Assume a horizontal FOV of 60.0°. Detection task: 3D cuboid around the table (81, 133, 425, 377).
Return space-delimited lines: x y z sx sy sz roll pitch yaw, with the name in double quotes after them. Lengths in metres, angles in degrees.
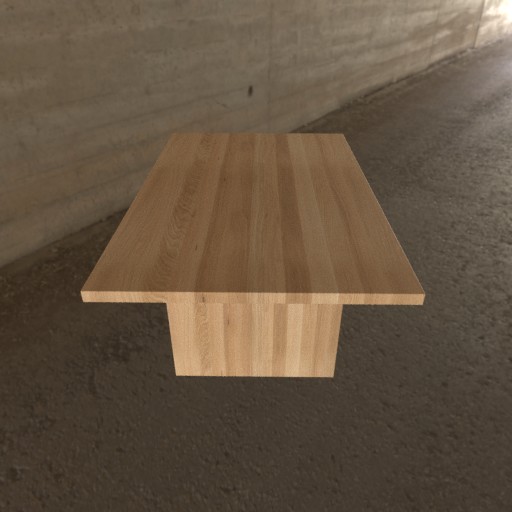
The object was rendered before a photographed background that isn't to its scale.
0.000 0.000 1.499 0.700 0.510 1.100 0 32 1 "table"
